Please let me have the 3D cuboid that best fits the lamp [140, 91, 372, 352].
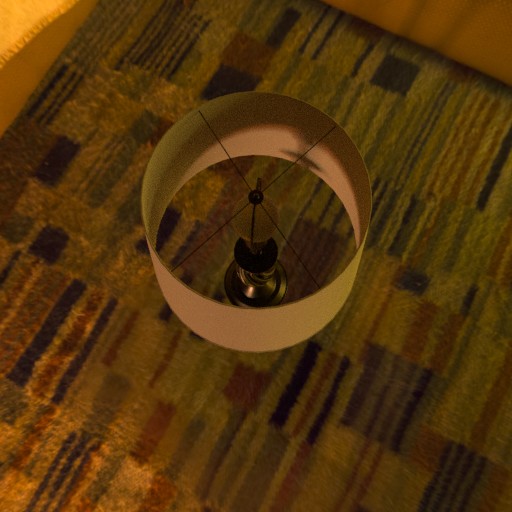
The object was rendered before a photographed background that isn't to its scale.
[{"bbox_3d":[0.000,0.000,0.772,0.331,0.594,0.331,0,77,0],"label":"lamp"}]
